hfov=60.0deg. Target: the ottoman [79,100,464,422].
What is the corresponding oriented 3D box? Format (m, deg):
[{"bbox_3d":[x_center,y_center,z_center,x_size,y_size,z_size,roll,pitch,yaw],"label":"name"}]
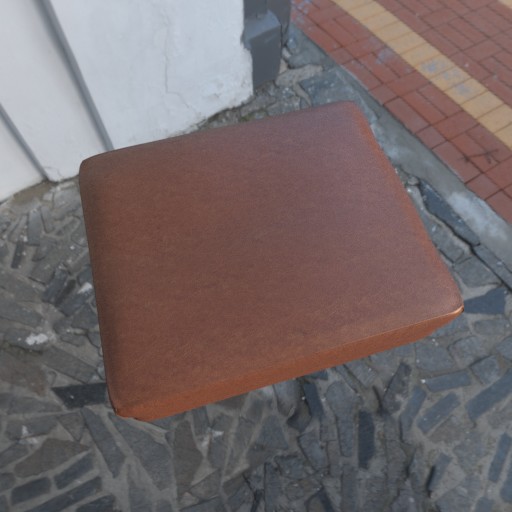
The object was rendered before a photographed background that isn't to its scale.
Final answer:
[{"bbox_3d":[0.000,0.000,1.477,0.987,0.472,0.836,-15,64,-7],"label":"ottoman"}]
